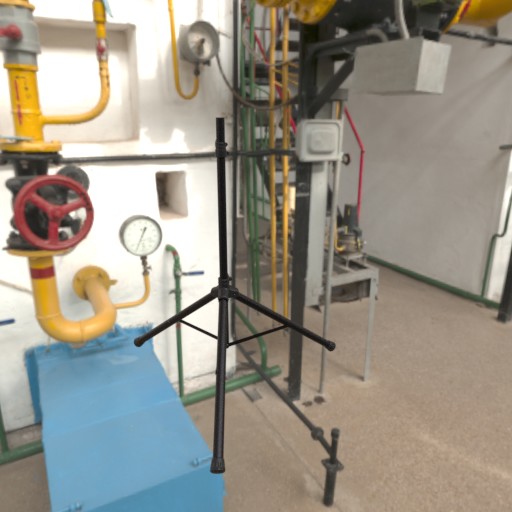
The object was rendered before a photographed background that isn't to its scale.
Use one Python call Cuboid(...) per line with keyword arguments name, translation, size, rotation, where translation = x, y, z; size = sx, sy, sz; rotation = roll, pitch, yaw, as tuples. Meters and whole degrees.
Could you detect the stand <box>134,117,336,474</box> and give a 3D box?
Cuboid(name="stand", translation=(0.000, 0.000, 1.905), size=(0.907, 1.136, 1.045), rotation=(-9, 19, -26))
